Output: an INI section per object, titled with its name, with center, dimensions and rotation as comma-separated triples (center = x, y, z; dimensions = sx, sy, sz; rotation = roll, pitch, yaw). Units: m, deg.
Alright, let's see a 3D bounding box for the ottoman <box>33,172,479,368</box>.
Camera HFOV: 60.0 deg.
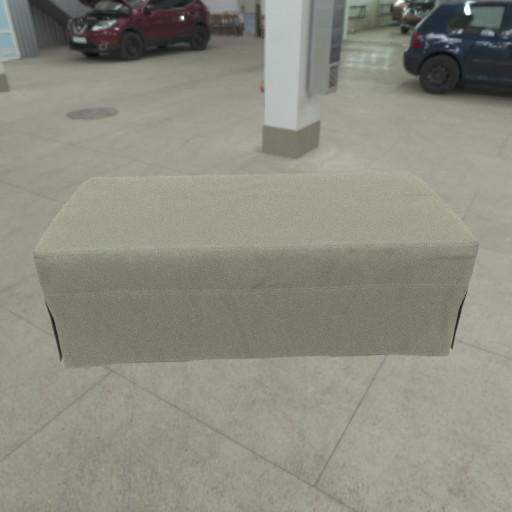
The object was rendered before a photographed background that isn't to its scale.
[ottoman]
center = 0.000, 0.000, 1.673
dimensions = 1.388, 0.457, 0.665
rotation = -1, 31, -2
